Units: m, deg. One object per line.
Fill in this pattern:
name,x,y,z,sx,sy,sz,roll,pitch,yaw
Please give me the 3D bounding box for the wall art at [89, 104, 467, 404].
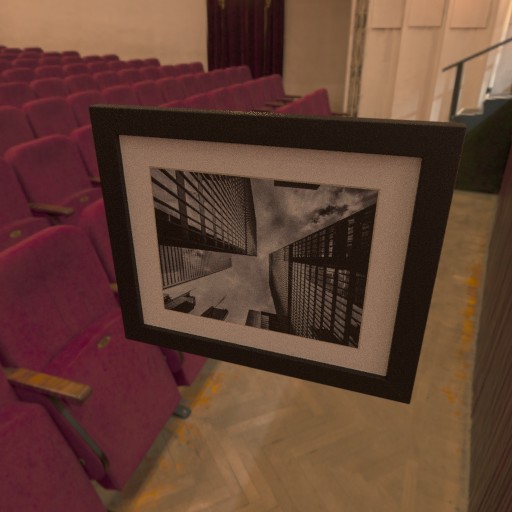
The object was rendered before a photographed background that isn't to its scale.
wall art,0.000,0.000,0.737,0.558,0.457,0.031,9,28,17
